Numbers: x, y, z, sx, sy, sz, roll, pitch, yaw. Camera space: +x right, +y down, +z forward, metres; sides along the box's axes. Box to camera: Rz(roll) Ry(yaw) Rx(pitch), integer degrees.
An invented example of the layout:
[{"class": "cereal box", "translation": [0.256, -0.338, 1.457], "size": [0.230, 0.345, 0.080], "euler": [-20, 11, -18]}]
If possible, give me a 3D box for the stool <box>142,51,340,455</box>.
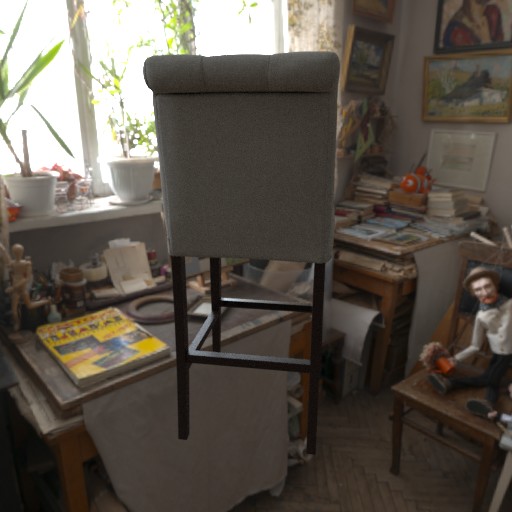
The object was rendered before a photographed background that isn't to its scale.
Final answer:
[{"class": "stool", "translation": [0.000, 0.000, 1.432], "size": [0.493, 1.140, 0.601], "euler": [3, 17, 9]}]
